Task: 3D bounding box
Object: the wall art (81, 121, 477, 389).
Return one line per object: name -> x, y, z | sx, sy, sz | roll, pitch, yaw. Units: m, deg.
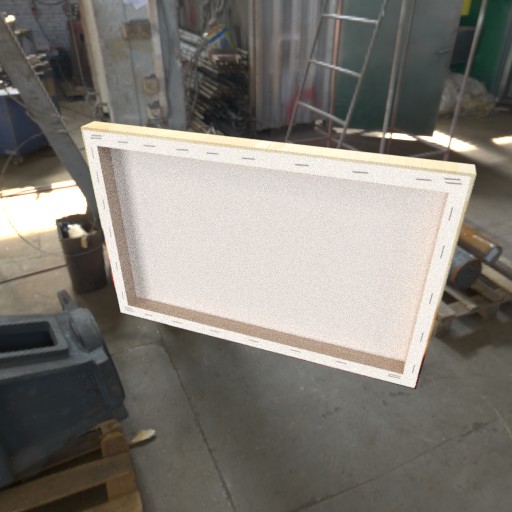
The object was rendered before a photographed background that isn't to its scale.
wall art -> 0.000, 0.000, 0.777 | 0.613, 0.402, 0.040 | 11, 34, 17
